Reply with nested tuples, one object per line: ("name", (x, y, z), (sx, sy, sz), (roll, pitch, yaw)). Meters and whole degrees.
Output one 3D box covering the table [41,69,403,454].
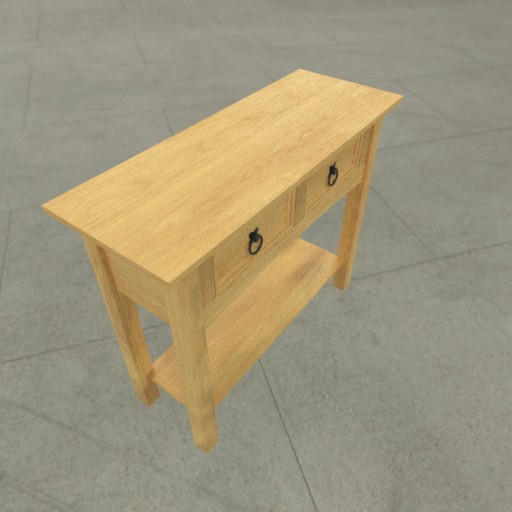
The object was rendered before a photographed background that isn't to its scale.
("table", (0.000, 0.000, 1.272), (0.340, 0.728, 0.900), (27, 49, 26))
